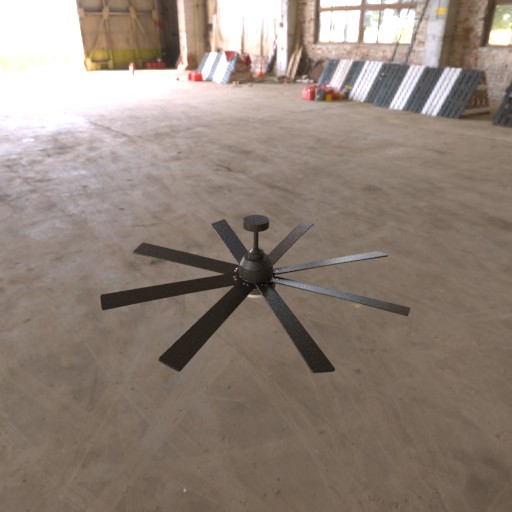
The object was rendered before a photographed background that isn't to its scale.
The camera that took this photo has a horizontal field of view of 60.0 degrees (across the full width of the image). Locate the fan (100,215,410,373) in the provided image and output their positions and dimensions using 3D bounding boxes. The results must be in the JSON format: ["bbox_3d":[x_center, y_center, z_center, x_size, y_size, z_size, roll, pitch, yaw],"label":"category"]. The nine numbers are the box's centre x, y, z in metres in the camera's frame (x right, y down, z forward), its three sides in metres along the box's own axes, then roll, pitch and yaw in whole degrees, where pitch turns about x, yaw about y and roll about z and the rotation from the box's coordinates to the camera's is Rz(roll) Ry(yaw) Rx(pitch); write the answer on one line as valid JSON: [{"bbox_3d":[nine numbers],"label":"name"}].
[{"bbox_3d":[0.000,0.000,2.675,1.830,0.472,1.830,-9,28,-17],"label":"fan"}]
